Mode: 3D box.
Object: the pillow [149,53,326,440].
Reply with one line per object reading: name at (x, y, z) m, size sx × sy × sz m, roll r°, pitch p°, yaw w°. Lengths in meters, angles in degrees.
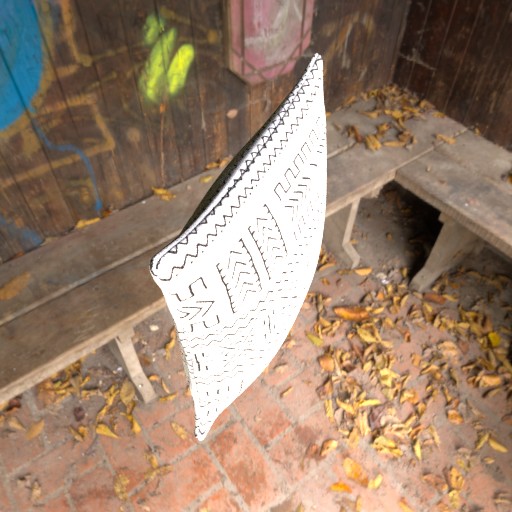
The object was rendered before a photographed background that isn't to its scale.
pillow at (0.000, 0.000, 0.662) m, size 0.164 × 0.430 × 0.438 m, roll 19°, pitch 52°, yaw 16°
